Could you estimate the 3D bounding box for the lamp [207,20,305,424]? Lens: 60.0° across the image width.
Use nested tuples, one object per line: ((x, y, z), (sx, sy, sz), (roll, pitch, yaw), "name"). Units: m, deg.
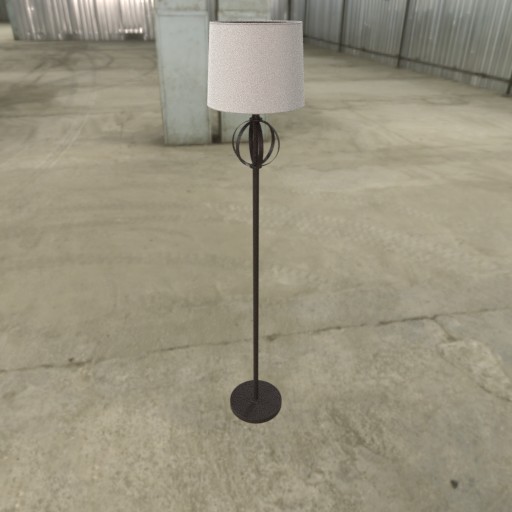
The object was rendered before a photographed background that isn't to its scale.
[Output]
((0.000, 0.000, 1.564), (0.286, 1.462, 0.286), (8, 30, 14), "lamp")
